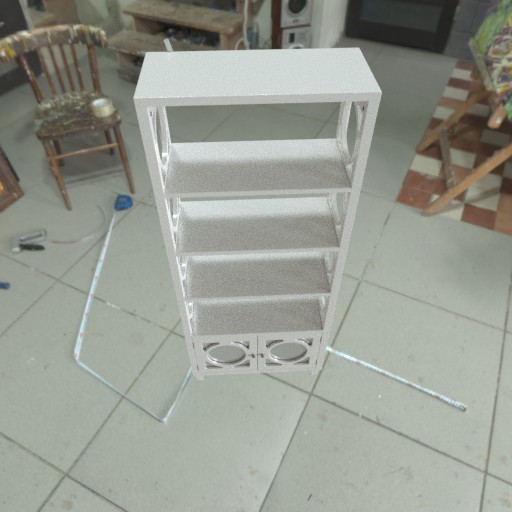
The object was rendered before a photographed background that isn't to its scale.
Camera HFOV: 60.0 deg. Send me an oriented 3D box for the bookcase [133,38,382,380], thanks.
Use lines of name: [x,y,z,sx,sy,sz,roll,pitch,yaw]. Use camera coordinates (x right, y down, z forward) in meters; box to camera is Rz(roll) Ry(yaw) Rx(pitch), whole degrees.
bookcase: [0.000,0.000,2.114,0.761,1.869,0.361,-2,47,-2]
